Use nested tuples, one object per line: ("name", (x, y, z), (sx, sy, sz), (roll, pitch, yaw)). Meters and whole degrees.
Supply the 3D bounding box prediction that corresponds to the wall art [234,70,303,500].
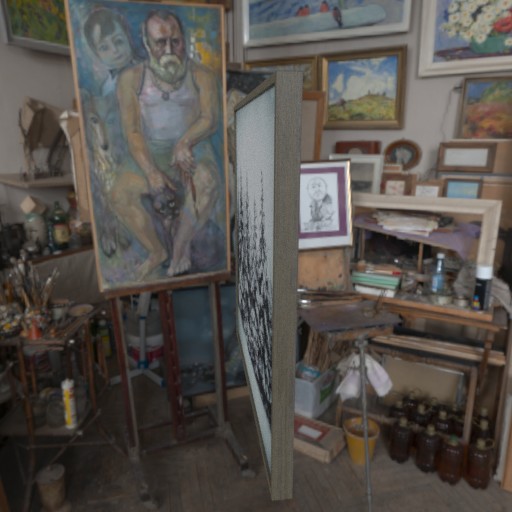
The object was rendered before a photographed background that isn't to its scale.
("wall art", (0.000, 0.000, 1.107), (0.039, 0.758, 0.758), (-2, 15, -7))
